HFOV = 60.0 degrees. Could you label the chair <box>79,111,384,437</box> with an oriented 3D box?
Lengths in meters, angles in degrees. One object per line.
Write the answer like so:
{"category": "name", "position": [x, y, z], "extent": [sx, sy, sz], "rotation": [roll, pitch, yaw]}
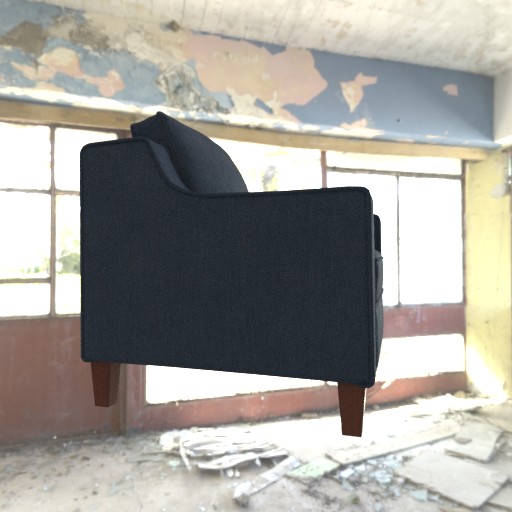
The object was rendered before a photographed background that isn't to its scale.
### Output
{"category": "chair", "position": [0.000, 0.000, 1.647], "extent": [0.909, 0.960, 0.831], "rotation": [0, 0, 17]}
